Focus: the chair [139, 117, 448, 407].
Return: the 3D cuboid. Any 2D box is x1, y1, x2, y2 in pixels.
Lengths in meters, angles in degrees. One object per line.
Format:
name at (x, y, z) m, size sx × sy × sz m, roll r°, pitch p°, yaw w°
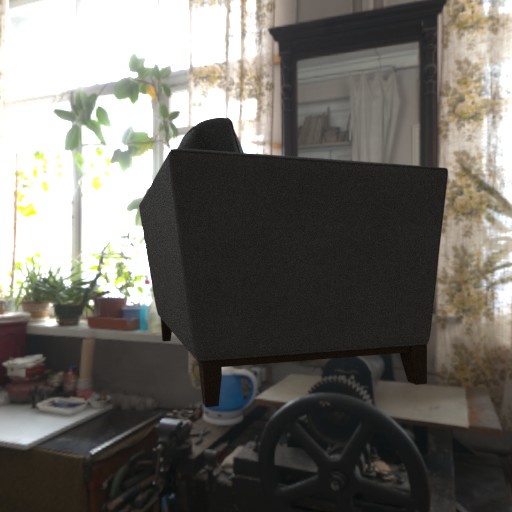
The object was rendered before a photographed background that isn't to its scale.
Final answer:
chair at (0.000, 0.000, 2.050) m, size 0.965 × 0.942 × 1.396 m, roll 0°, pitch 0°, yaw -18°
